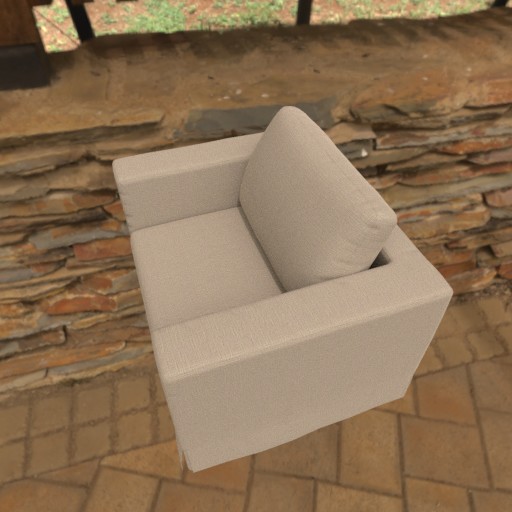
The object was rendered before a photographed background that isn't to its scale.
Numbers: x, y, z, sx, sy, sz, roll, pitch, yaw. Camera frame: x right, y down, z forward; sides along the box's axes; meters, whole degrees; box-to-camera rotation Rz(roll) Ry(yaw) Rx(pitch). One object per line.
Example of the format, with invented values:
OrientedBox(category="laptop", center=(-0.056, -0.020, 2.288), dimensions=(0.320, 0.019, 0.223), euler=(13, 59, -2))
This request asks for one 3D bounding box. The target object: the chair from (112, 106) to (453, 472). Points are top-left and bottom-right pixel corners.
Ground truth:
OrientedBox(category="chair", center=(0.000, 0.000, 1.783), dimensions=(0.957, 0.878, 1.150), euler=(-14, 47, -14))
